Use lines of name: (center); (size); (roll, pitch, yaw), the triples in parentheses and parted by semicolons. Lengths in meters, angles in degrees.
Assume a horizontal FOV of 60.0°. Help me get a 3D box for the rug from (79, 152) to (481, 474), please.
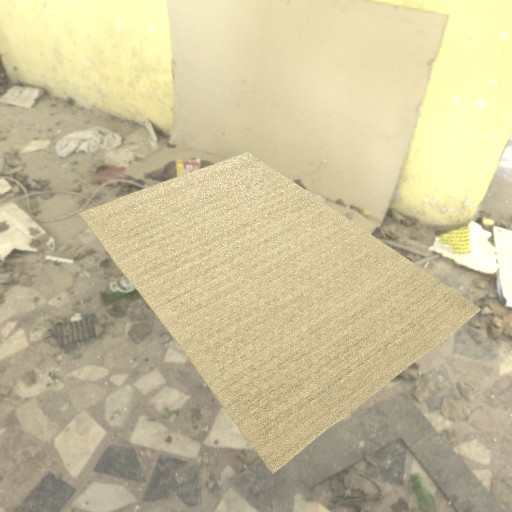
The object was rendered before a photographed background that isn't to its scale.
rug: (0.000, 0.000, 2.897); (1.532, 0.018, 2.297); (-26, 48, -26)
